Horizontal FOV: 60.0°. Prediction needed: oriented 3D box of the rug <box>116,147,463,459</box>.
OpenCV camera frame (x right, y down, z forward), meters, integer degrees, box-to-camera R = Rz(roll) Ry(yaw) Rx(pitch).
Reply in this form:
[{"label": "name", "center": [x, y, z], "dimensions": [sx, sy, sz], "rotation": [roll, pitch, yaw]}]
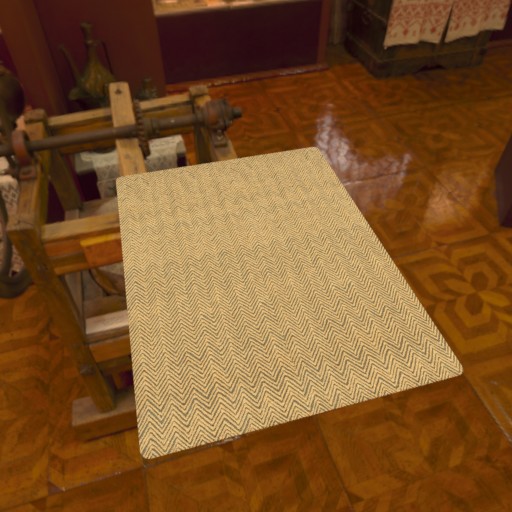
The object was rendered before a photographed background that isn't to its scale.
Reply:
[{"label": "rug", "center": [0.000, 0.000, 4.203], "dimensions": [2.439, 0.014, 3.207], "rotation": [-11, 48, -10]}]
